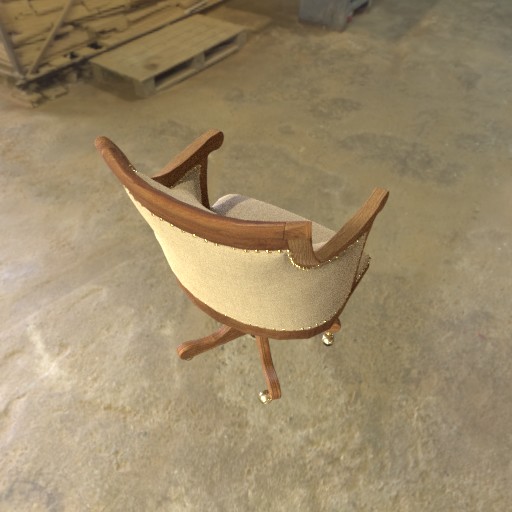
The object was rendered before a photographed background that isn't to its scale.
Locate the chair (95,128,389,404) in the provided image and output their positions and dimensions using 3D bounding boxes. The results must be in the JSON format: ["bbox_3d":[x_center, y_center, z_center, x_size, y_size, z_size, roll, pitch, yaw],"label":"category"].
[{"bbox_3d":[0.000,0.000,1.485,0.656,0.965,0.689,25,51,22],"label":"chair"}]
